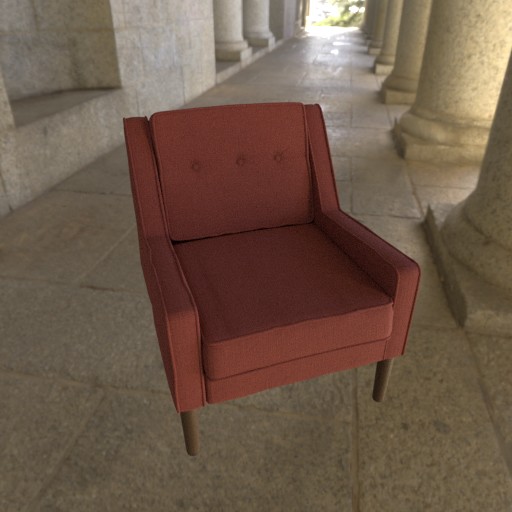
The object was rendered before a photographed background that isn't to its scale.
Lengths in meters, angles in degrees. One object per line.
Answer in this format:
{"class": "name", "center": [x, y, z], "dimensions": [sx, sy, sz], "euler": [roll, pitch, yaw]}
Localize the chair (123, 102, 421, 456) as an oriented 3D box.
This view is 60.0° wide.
{"class": "chair", "center": [0.000, 0.000, 1.381], "dimensions": [0.680, 0.812, 0.770], "euler": [-10, 32, -16]}
